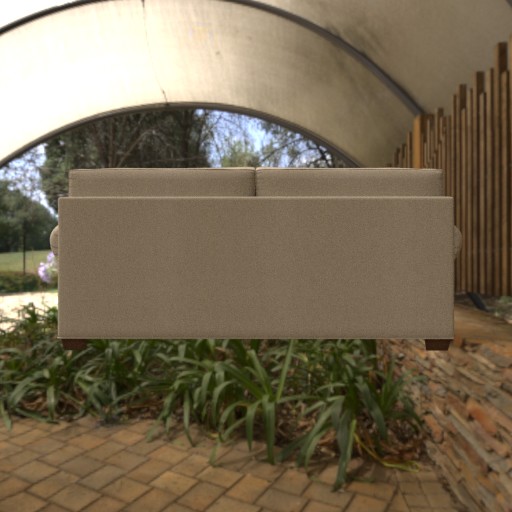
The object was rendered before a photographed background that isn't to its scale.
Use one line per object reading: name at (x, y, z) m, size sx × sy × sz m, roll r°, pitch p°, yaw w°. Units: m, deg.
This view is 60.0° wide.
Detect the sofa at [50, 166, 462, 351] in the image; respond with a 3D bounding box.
sofa at (0.000, 0.000, 2.663) m, size 2.146 × 0.962 × 0.901 m, roll 0°, pitch 0°, yaw 0°
